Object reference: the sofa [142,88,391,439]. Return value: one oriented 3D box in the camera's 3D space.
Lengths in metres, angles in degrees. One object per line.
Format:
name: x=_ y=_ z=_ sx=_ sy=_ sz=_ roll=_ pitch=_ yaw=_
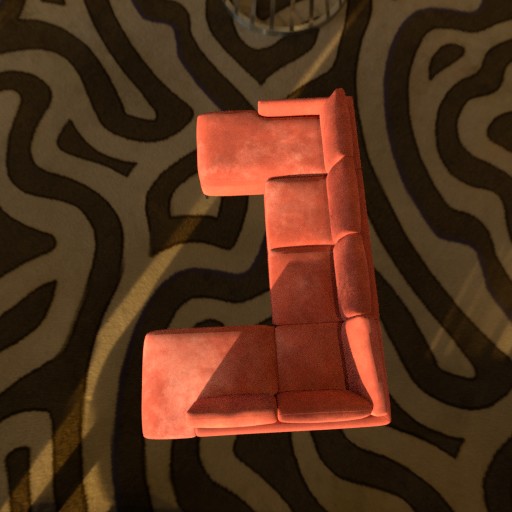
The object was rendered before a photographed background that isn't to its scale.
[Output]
sofa: x=0.000 y=0.000 z=3.958 sx=1.981 sy=0.858 sz=2.971 roll=-3 pitch=75 yaw=-1
